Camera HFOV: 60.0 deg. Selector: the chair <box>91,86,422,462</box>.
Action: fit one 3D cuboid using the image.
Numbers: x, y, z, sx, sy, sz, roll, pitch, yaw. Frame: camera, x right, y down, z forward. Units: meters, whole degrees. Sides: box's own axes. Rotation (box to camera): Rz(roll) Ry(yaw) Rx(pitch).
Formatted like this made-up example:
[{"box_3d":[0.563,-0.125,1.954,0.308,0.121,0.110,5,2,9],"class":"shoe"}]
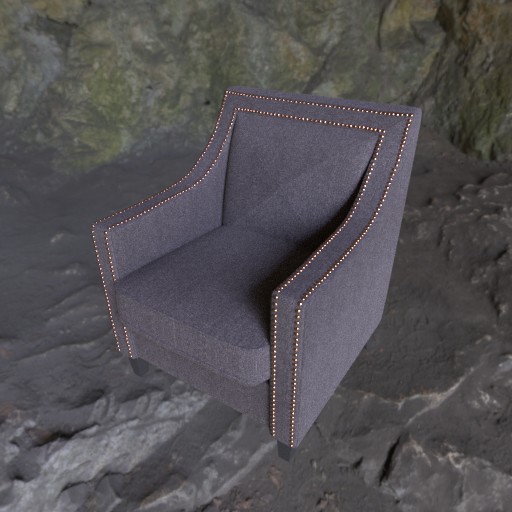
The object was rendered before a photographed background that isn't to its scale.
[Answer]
[{"box_3d":[0.000,0.000,1.572,0.776,0.967,0.884,19,35,28],"class":"chair"}]
